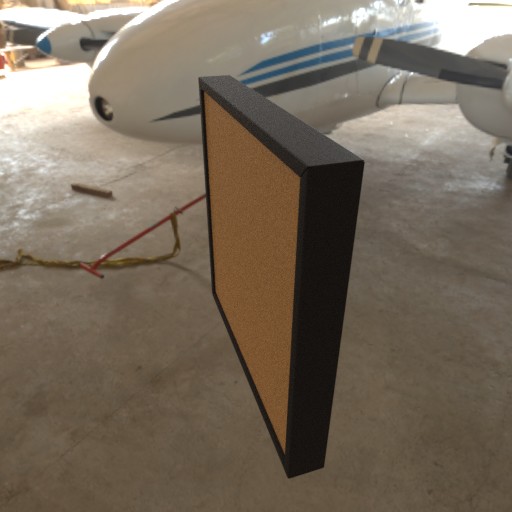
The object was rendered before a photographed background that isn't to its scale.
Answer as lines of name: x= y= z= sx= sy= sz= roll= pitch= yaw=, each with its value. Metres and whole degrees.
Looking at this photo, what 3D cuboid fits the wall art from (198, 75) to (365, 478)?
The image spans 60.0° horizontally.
wall art: x=0.000 y=0.000 z=0.462 sx=0.037 sy=0.305 sz=0.305 roll=-10 pitch=33 yaw=-15
